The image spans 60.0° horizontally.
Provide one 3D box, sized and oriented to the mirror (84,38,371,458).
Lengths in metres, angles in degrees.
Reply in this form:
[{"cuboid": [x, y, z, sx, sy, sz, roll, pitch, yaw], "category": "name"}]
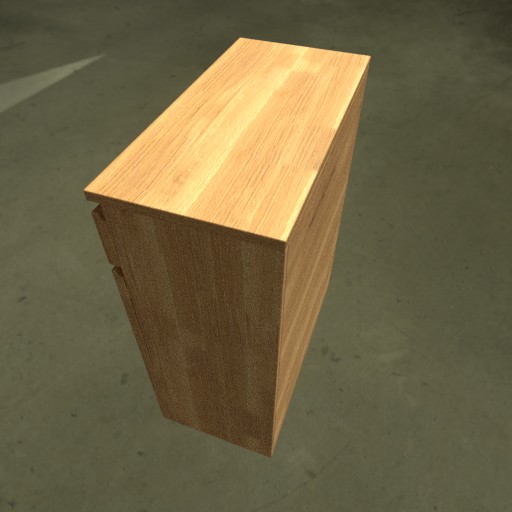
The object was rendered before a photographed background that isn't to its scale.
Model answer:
[{"cuboid": [0.000, 0.000, 1.406, 0.400, 1.000, 0.800, 15, 48, 14], "category": "mirror"}]
